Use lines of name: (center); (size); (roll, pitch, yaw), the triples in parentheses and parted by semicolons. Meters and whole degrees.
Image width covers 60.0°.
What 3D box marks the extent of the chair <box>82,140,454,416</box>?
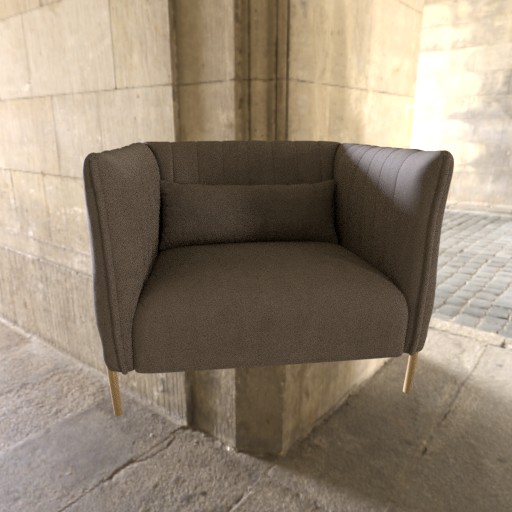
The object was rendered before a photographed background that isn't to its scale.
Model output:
chair: (0.000, 0.000, 1.574); (0.981, 0.779, 0.873); (-2, 16, -7)
